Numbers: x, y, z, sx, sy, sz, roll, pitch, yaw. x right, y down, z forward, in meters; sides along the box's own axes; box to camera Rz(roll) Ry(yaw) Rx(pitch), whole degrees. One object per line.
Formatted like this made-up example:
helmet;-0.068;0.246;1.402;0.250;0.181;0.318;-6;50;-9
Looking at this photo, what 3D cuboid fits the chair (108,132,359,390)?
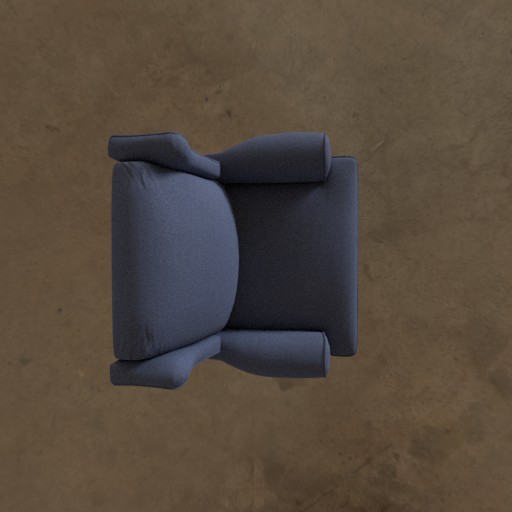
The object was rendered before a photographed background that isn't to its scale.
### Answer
chair;0.000;0.000;1.769;0.877;1.020;0.971;0;91;0
